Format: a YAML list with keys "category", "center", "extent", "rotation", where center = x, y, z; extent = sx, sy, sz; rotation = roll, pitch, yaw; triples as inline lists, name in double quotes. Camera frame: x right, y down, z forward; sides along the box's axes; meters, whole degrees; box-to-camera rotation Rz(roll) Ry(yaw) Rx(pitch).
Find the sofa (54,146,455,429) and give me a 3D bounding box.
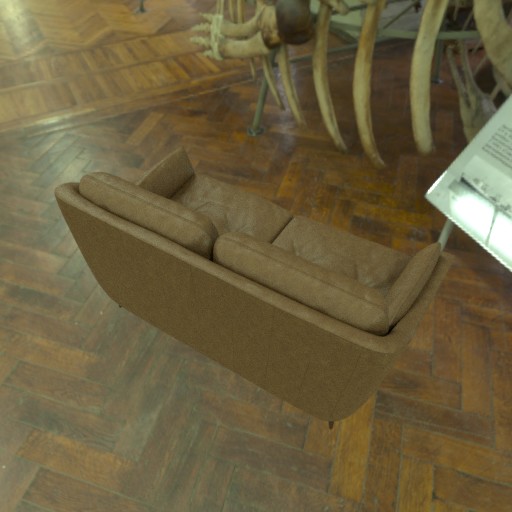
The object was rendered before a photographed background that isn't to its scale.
- category: "sofa"
  center: [0.000, 0.000, 2.268]
  extent: [1.731, 0.886, 0.981]
  rotation: [24, 52, 21]
